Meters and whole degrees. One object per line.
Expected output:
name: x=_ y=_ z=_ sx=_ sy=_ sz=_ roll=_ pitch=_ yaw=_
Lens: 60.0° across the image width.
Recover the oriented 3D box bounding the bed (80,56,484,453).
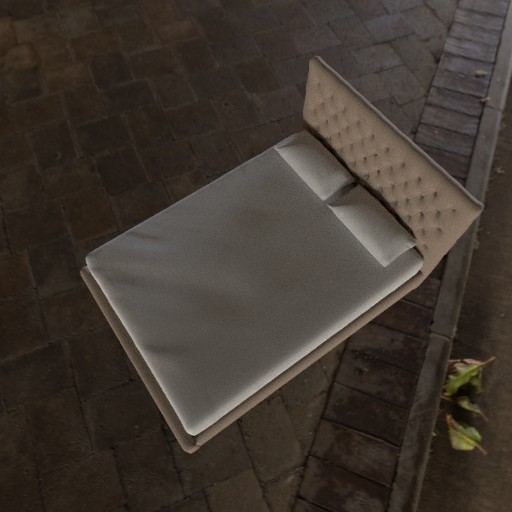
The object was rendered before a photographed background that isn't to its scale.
bed: x=0.000 y=0.000 z=3.396 sx=2.387 sy=1.427 sz=1.698 roll=-33 pitch=68 yaw=-15
